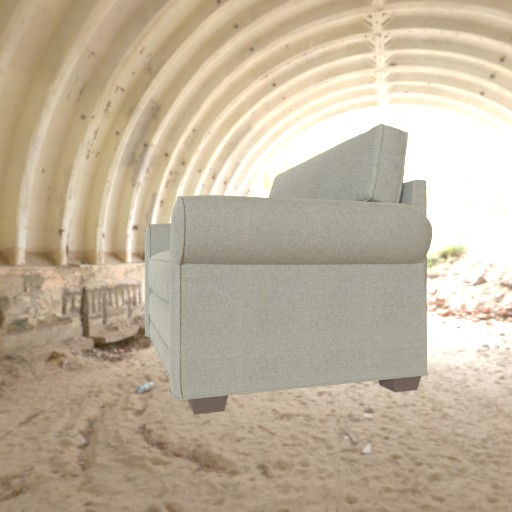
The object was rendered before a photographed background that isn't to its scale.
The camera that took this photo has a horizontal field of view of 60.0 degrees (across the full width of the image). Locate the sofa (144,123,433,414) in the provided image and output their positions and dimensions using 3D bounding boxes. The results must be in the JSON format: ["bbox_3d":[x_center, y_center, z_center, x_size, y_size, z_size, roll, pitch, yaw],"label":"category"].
[{"bbox_3d":[0.000,0.000,2.075,0.936,0.991,1.405,0,0,-18],"label":"sofa"}]
